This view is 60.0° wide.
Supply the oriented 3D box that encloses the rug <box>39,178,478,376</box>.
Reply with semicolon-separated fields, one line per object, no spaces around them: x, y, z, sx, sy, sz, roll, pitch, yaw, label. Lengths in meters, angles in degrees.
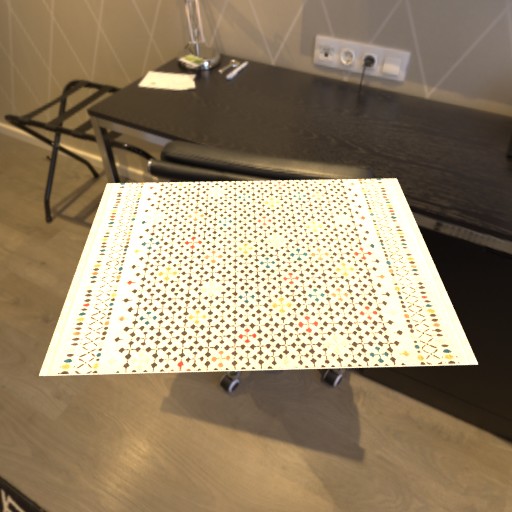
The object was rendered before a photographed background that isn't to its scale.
0.000;0.000;1.976;1.556;0.006;1.146;-1;45;-1;rug
